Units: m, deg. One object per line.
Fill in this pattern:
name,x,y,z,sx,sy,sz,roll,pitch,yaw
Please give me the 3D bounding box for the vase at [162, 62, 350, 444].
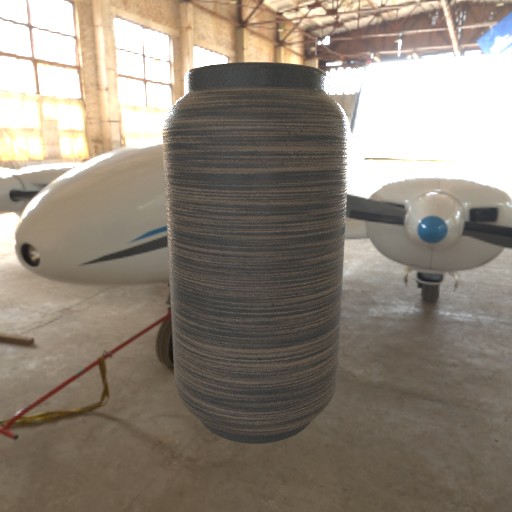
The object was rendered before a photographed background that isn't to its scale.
vase,0.000,0.000,0.299,0.116,0.230,0.116,0,14,0
